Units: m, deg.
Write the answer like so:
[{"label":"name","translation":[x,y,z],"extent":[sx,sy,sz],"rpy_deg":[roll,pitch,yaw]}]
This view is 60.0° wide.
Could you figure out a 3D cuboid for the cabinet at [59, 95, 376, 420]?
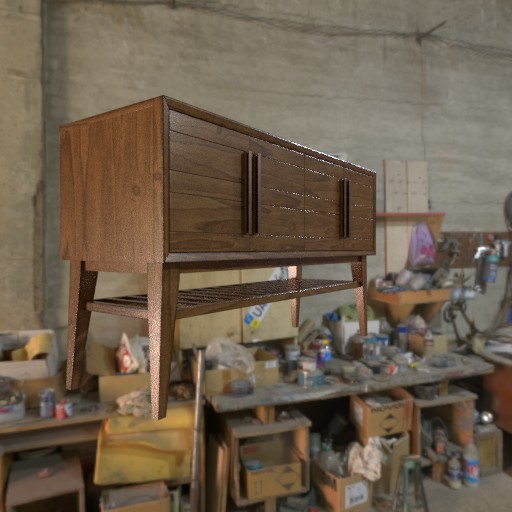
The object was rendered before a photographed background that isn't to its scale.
[{"label":"cabinet","translation":[0.000,0.000,1.757],"extent":[0.477,0.802,1.363],"rpy_deg":[1,1,36]}]
